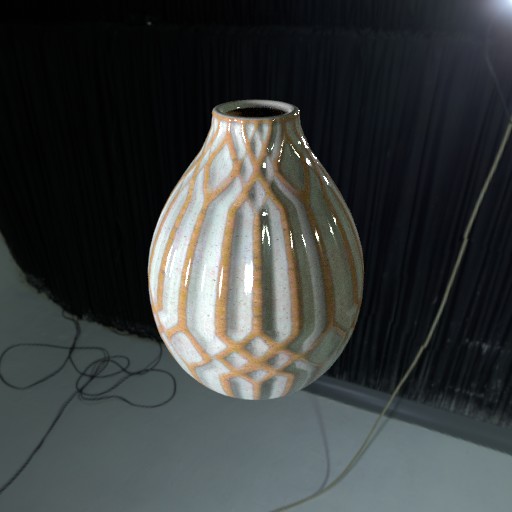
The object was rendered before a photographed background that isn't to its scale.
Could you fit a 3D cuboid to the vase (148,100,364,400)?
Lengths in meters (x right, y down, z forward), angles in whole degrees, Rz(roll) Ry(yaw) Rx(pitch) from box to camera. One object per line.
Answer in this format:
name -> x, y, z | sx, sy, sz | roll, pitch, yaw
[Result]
vase -> 0.000, 0.000, 0.270 | 0.131, 0.175, 0.131 | 0, 31, 0
